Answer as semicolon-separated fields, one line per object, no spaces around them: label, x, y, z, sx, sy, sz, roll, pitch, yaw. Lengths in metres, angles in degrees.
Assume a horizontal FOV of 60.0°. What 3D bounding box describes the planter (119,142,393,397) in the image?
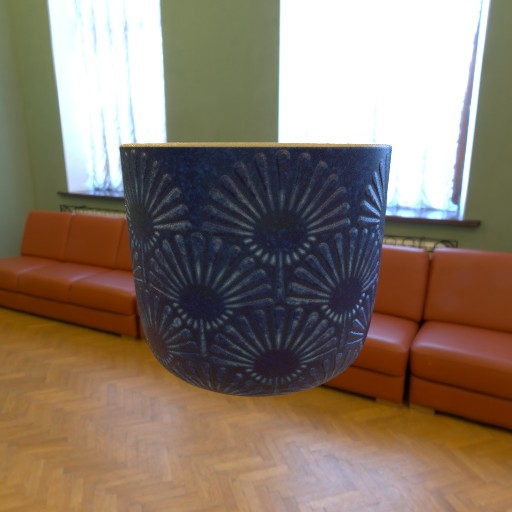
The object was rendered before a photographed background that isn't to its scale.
planter;0.000;0.000;0.222;0.124;0.109;0.124;0;14;0
